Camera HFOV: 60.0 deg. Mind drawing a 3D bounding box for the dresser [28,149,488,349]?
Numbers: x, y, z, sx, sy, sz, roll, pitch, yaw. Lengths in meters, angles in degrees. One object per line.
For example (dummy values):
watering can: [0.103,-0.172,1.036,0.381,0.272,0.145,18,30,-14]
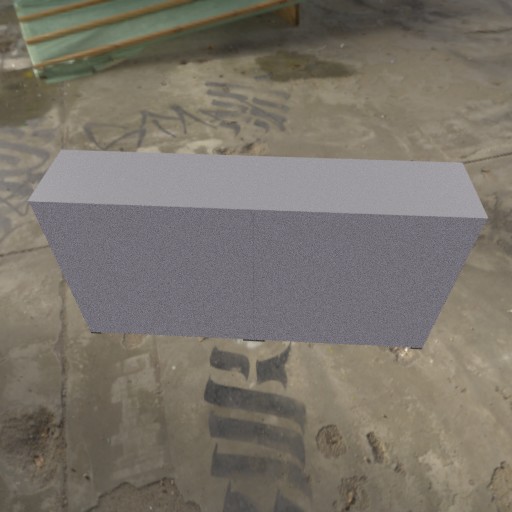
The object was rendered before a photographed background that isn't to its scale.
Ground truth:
dresser: [0.000,0.000,1.874,1.535,0.790,0.333,2,46,2]
